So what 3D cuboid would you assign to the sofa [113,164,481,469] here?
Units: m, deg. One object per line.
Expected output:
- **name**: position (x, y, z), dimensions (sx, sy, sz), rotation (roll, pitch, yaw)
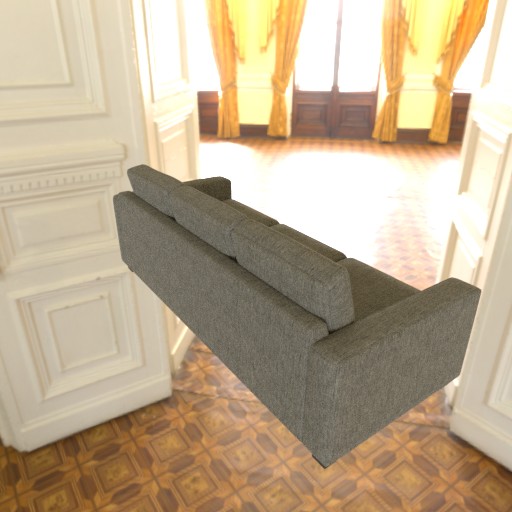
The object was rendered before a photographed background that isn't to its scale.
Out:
- **sofa**: position (0.000, 0.000, 2.531), dimensions (0.900, 0.800, 2.160), rotation (-17, 31, -31)
